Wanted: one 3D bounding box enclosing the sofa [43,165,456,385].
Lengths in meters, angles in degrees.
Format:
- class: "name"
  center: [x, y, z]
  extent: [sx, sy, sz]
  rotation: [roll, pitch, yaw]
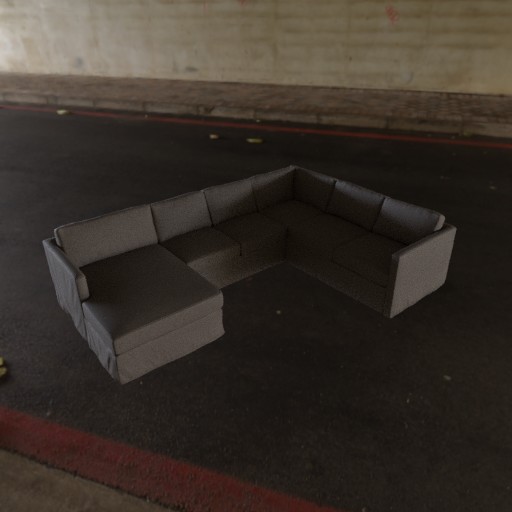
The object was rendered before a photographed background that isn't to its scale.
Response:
- class: "sofa"
  center: [0.000, 0.000, 4.627]
  extent: [3.528, 0.878, 2.476]
  rotation: [-21, 35, -34]
